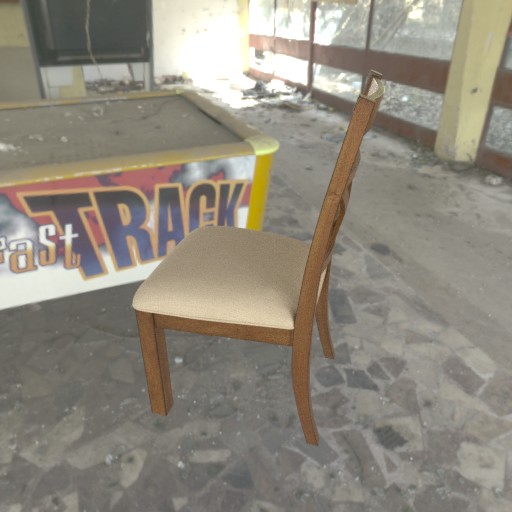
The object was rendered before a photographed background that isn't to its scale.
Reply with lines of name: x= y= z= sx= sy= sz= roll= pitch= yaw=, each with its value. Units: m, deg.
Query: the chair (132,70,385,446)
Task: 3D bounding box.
chair: x=0.000 y=0.000 z=1.253 sx=0.581 sy=0.949 sz=0.461 roll=8 pitch=30 yaw=14
